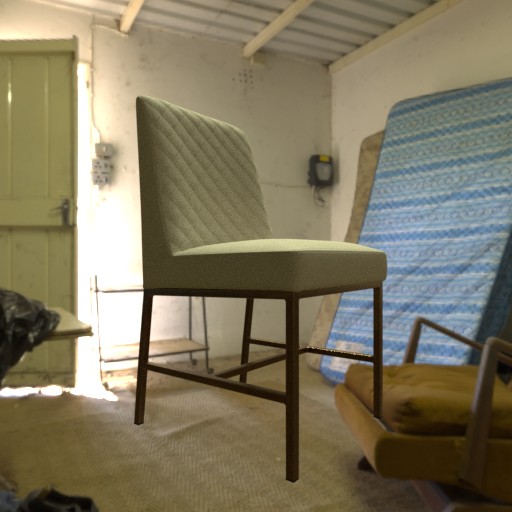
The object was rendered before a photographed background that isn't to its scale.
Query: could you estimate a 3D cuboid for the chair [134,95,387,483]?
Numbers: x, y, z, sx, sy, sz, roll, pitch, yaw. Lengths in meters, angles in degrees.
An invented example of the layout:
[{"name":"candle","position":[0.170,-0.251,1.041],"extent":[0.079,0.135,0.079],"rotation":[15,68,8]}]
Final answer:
[{"name":"chair","position":[0.000,0.000,1.270],"extent":[0.597,0.933,0.503],"rotation":[0,0,38]}]
